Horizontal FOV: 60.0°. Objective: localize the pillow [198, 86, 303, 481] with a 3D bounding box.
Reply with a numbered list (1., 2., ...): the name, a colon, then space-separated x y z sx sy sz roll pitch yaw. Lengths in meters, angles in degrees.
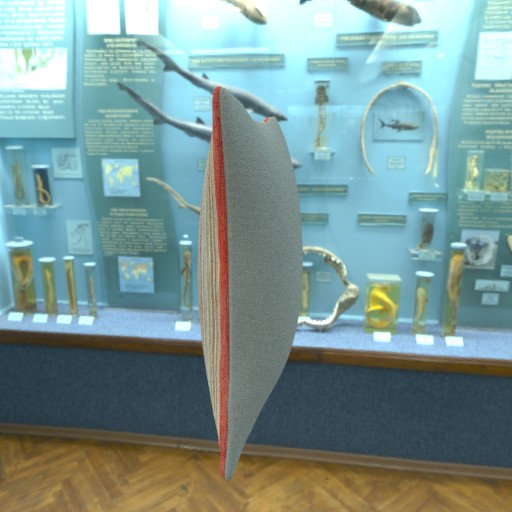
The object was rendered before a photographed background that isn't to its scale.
1. pillow: 0.000 0.000 0.650 0.136 0.419 0.437 2 14 9
